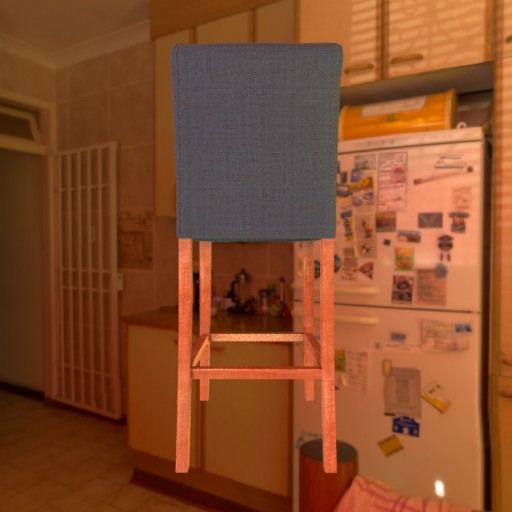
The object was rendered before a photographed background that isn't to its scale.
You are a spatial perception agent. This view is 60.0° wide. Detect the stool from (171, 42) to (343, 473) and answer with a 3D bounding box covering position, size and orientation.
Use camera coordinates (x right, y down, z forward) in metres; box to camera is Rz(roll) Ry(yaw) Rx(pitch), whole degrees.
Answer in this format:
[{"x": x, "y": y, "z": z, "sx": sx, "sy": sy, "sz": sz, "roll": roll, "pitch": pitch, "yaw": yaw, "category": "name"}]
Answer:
[{"x": 0.000, "y": 0.000, "z": 1.386, "sx": 0.454, "sy": 1.088, "sz": 0.574, "roll": 0, "pitch": 2, "yaw": 0, "category": "stool"}]
